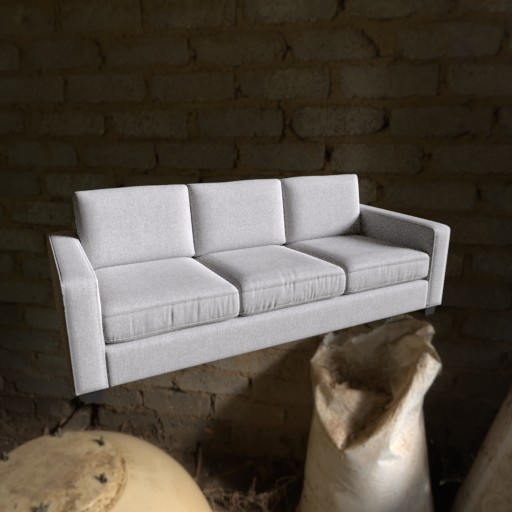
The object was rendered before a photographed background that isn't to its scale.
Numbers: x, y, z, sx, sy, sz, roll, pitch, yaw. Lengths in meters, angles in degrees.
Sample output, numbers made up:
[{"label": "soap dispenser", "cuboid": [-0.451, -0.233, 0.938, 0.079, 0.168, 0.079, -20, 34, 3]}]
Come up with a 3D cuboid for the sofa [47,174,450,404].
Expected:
[{"label": "sofa", "cuboid": [0.000, 0.000, 2.541, 2.120, 0.800, 0.900, -8, 19, -26]}]
